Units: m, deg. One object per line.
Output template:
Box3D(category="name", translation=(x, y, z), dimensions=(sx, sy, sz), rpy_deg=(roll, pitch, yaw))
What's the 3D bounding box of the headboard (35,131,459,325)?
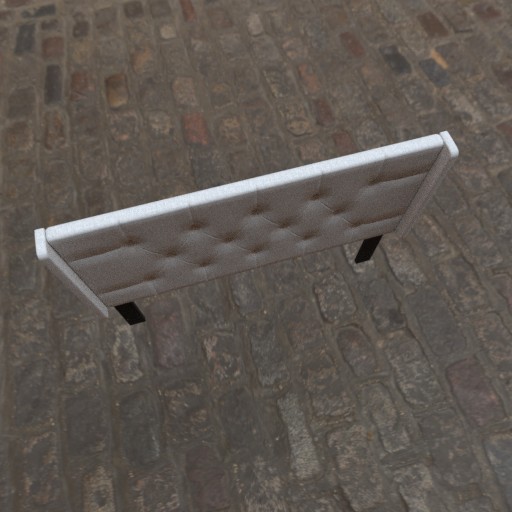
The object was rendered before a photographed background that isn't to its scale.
Box3D(category="headboard", translation=(0.000, 0.000, 2.782), dimensions=(2.051, 1.524, 0.184), rpy_deg=(-15, 65, -7))
